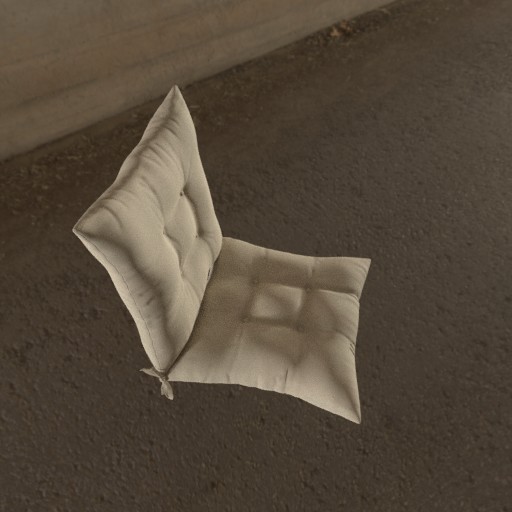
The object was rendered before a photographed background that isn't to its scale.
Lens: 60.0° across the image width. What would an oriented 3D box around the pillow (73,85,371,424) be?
[{"bbox_3d":[0.000,0.000,1.026,0.585,0.536,0.541,9,47,8],"label":"pillow"}]
